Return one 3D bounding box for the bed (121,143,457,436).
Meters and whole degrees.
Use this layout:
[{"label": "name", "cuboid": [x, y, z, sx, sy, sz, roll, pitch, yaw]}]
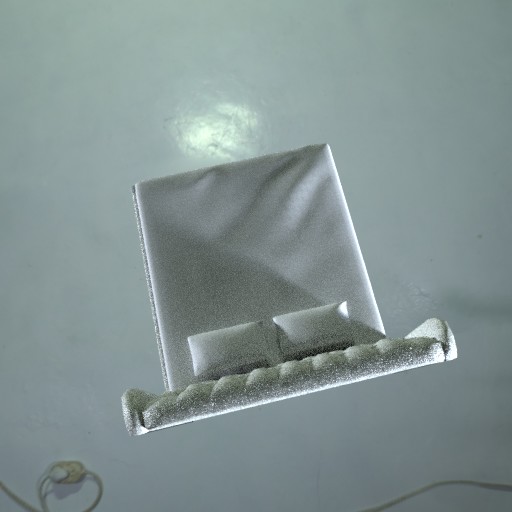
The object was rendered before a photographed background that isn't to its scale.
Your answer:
[{"label": "bed", "cuboid": [0.000, 0.000, 3.897, 2.219, 1.771, 2.347, -12, 76, -3]}]
